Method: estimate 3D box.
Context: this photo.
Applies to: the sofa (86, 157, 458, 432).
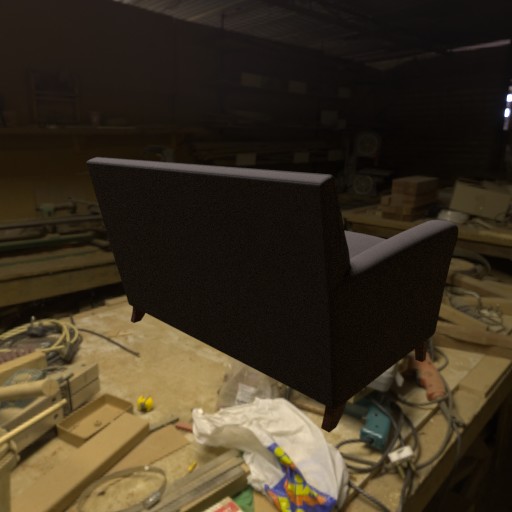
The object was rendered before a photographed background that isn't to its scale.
[{"bbox_3d":[0.000,0.000,1.984,0.871,0.846,1.420,-15,21,-43],"label":"sofa"}]
